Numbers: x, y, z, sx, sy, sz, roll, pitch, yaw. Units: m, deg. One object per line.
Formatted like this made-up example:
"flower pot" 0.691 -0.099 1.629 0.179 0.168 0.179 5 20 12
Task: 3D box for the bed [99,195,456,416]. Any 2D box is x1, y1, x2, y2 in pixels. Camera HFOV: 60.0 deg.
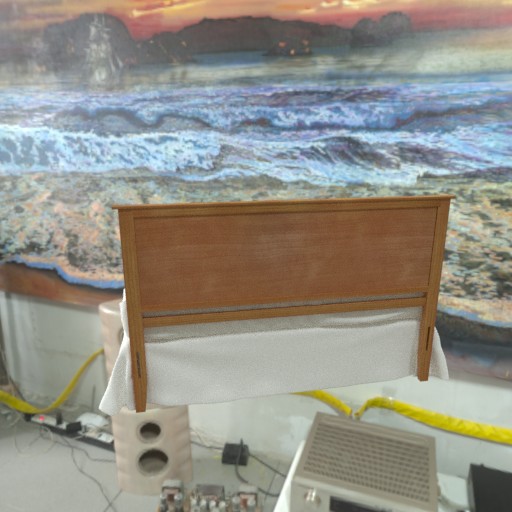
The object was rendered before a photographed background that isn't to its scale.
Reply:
"bed" 0.000 0.000 3.687 2.317 1.270 2.215 -3 17 -10
